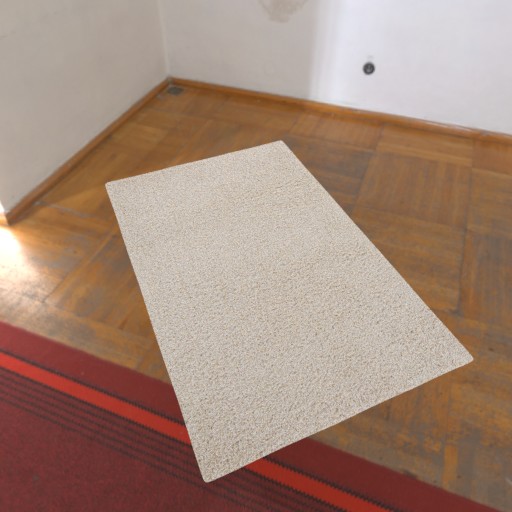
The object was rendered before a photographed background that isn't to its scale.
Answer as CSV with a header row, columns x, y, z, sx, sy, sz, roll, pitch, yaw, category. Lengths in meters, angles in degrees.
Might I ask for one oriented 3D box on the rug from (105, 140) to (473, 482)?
x,y,z,sx,sy,sz,roll,pitch,yaw,category
0.000,0.000,3.386,1.778,0.030,2.743,-18,49,-16,rug
